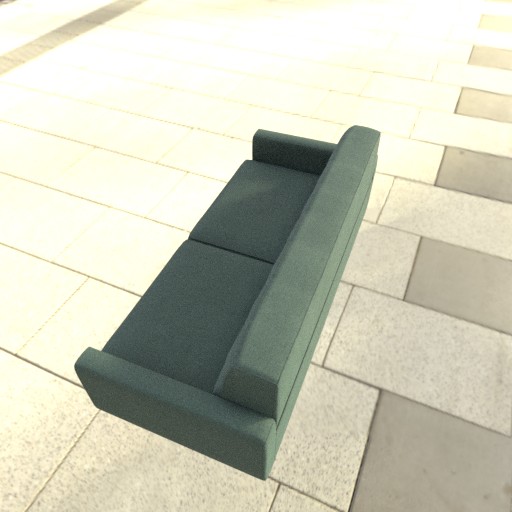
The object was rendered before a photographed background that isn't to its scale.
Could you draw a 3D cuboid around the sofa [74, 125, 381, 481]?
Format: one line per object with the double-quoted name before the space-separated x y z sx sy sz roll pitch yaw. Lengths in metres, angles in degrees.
"sofa" 0.000 0.000 2.463 0.909 0.841 2.029 16 48 15
